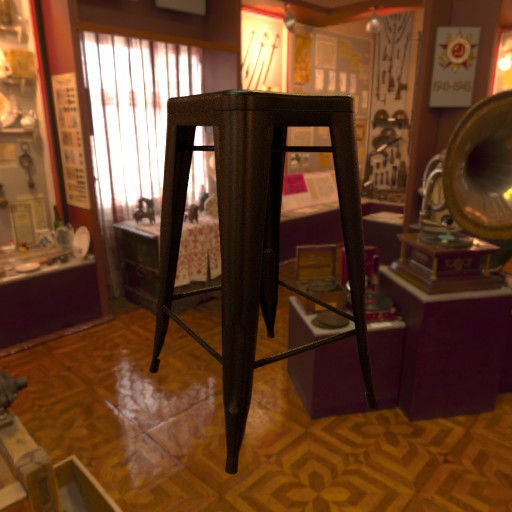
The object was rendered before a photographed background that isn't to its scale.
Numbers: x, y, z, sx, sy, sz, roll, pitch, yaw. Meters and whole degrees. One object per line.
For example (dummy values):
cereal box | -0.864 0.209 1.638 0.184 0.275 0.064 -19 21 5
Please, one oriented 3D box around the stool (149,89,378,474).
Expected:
stool | 0.000 0.000 0.897 0.423 0.609 0.455 -15 22 -41
